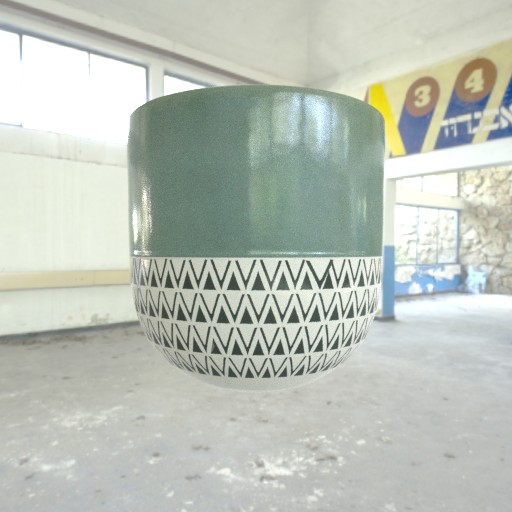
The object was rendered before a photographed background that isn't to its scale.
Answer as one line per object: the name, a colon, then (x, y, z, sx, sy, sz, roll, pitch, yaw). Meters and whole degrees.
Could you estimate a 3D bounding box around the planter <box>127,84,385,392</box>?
planter: (0.000, 0.000, 0.477, 0.266, 0.270, 0.266, 0, 1, 0)
